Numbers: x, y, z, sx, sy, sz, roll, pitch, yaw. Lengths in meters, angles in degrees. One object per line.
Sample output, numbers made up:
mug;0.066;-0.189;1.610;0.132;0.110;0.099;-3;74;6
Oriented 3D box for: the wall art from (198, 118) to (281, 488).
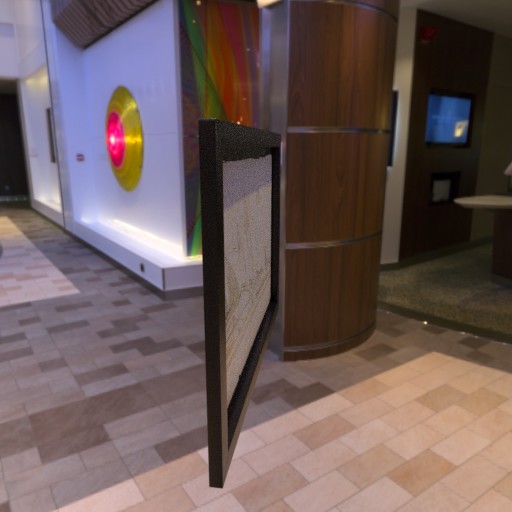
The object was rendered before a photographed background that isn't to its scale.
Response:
wall art;0.000;0.000;0.558;0.013;0.306;0.440;2;14;9
